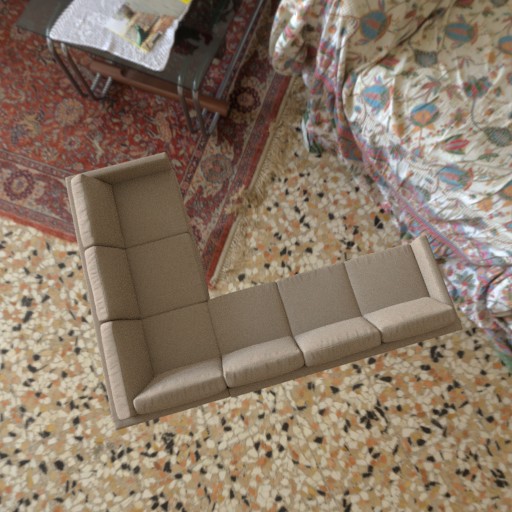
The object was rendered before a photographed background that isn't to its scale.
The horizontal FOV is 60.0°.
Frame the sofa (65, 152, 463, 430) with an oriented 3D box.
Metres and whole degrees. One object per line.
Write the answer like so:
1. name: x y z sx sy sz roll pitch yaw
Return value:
1. sofa: 0.000 0.000 4.370 3.182 0.871 2.432 -15 77 -4
